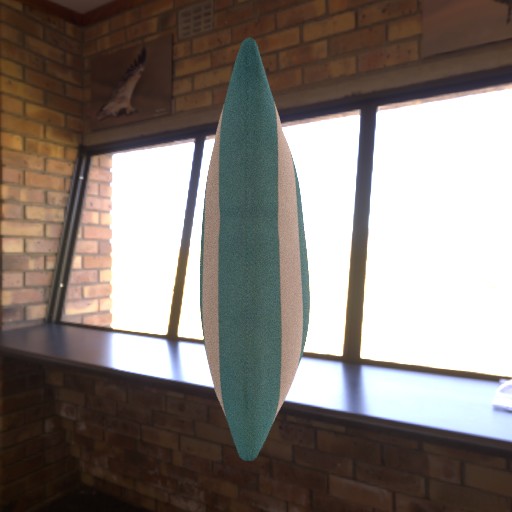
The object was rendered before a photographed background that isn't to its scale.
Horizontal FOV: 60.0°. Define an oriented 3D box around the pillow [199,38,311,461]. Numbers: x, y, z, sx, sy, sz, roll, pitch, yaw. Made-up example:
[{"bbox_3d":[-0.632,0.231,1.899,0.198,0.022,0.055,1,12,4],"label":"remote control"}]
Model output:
[{"bbox_3d":[0.000,0.000,0.794,0.189,0.526,0.536,0,0,-1],"label":"pillow"}]
